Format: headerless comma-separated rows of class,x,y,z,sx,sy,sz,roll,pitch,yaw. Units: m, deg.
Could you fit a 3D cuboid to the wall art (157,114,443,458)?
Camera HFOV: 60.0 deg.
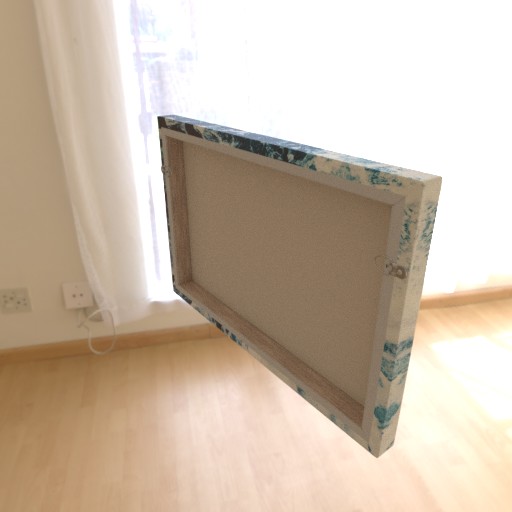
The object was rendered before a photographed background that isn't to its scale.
wall art,0.000,0.000,0.772,0.043,0.407,0.609,-18,31,-34
